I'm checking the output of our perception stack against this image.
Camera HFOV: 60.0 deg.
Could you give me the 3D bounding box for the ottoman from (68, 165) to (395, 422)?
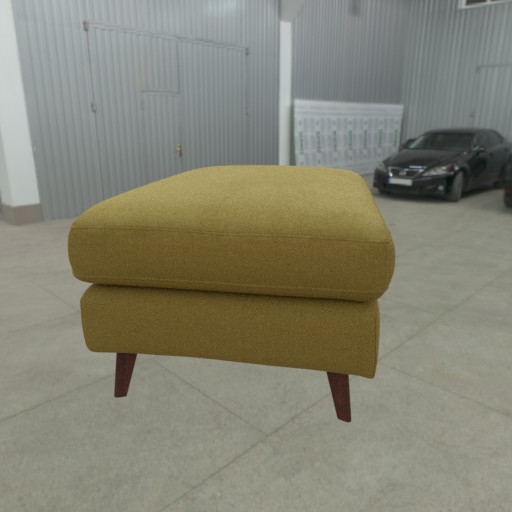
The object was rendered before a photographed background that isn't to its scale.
[{"bbox_3d":[0.000,0.000,1.177,0.608,0.449,0.811,3,17,9],"label":"ottoman"}]
